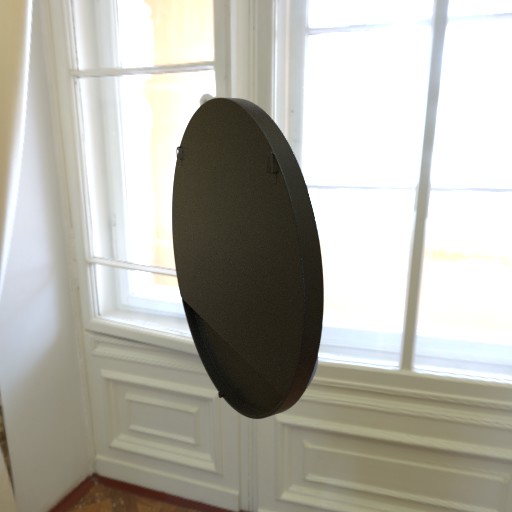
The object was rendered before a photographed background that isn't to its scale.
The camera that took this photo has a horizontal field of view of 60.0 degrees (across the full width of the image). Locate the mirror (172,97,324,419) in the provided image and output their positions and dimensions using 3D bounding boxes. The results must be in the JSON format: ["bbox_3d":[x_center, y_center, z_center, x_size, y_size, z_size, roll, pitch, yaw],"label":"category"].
[{"bbox_3d":[0.000,0.000,0.685,0.133,0.457,0.457,-8,17,-27],"label":"mirror"}]
